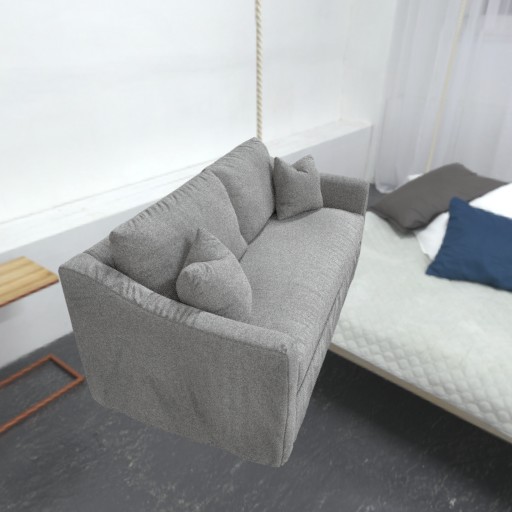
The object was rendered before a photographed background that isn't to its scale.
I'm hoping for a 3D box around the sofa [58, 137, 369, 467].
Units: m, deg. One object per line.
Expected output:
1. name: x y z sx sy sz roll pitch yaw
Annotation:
1. sofa: 0.000 0.000 2.680 1.072 1.018 2.010 11 32 18
